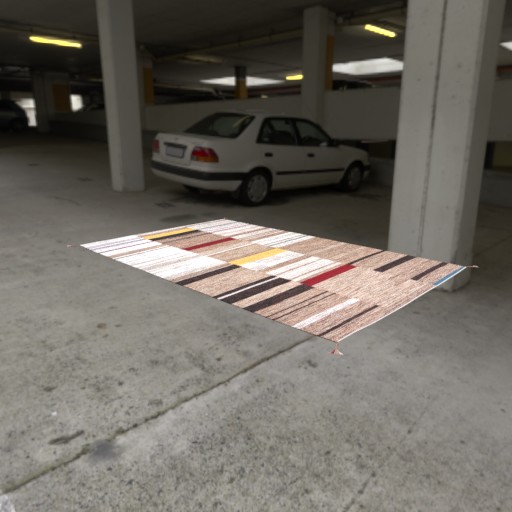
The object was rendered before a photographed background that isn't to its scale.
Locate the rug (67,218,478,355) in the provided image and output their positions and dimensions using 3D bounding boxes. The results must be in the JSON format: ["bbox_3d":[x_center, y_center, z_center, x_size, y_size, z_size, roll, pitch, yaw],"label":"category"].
[{"bbox_3d":[0.000,0.000,2.398,1.918,0.007,1.268,15,21,42],"label":"rug"}]
